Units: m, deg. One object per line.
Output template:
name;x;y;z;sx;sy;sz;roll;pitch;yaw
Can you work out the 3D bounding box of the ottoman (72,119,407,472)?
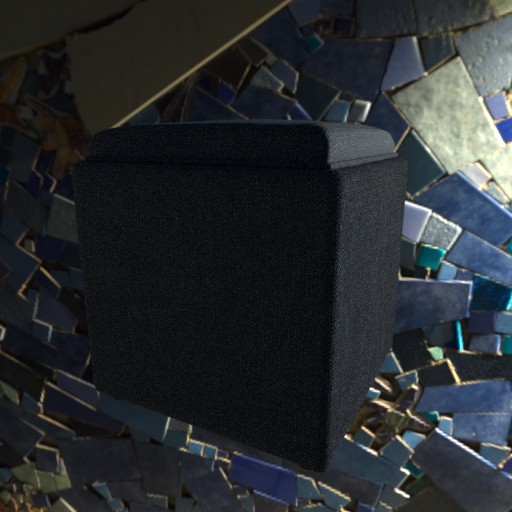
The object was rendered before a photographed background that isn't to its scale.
ottoman;0.000;0.000;0.837;0.454;0.493;0.436;8;17;27
